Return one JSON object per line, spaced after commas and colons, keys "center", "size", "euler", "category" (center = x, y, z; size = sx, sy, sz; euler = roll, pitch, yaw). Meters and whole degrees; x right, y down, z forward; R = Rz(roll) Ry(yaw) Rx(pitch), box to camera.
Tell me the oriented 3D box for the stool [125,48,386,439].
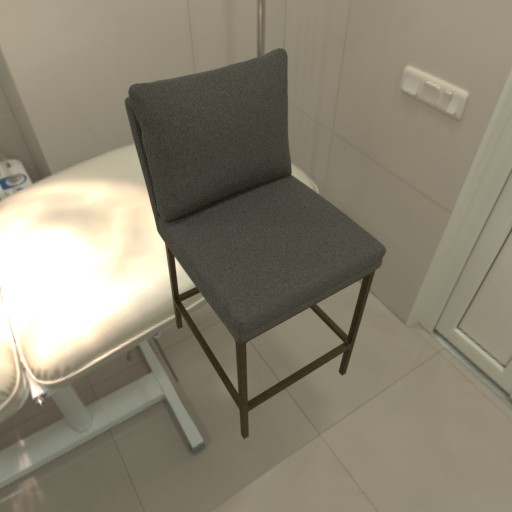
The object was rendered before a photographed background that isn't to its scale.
{"center": [0.000, 0.000, 1.338], "size": [0.463, 1.030, 0.569], "euler": [-25, 51, -22], "category": "stool"}
